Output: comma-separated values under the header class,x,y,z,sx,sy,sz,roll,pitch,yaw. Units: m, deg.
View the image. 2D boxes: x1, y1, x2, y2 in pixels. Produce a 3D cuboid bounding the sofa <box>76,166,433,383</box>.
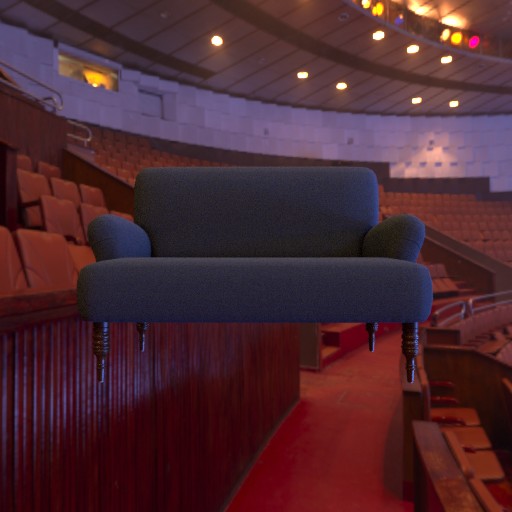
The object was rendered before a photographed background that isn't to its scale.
class,x,y,z,sx,sy,sz,roll,pitch,yaw
sofa,0.000,0.000,1.854,1.297,0.889,0.779,0,-1,1
